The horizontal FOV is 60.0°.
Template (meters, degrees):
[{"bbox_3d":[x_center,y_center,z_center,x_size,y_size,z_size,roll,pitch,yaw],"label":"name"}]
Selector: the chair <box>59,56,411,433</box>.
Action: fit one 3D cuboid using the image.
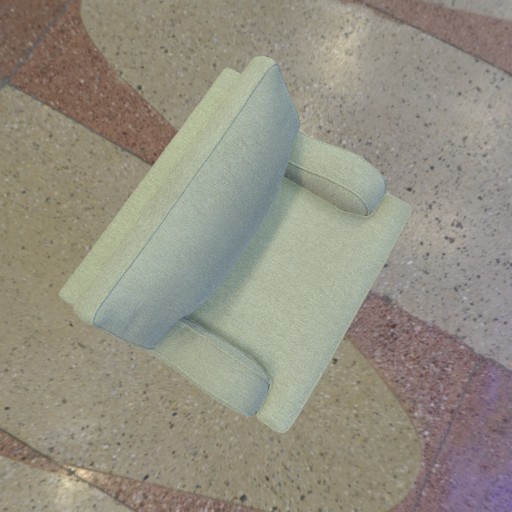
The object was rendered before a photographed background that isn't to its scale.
[{"bbox_3d":[0.000,0.000,2.012,1.041,1.016,1.220,31,77,8],"label":"chair"}]
